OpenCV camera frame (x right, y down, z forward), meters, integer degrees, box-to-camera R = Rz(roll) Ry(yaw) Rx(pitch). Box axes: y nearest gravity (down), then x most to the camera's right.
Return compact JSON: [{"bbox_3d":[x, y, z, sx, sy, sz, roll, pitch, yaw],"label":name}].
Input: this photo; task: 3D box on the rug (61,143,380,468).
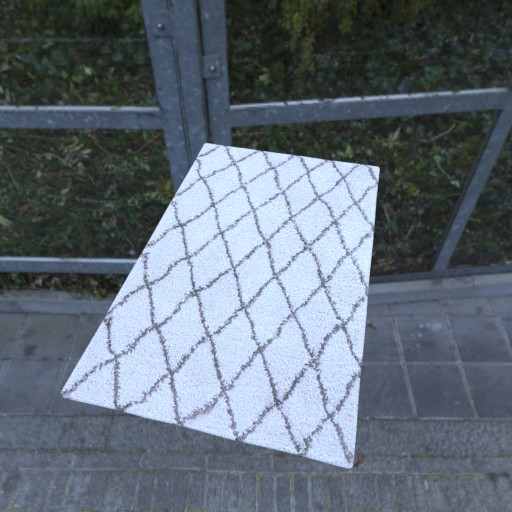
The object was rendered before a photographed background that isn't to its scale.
[{"bbox_3d":[0.000,0.000,3.003,1.524,0.030,2.438,10,48,9],"label":"rug"}]
